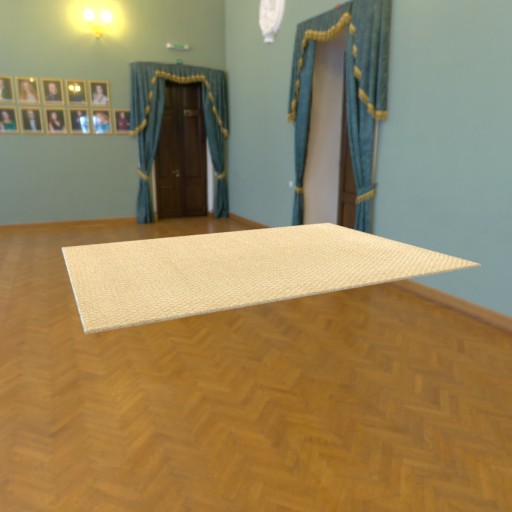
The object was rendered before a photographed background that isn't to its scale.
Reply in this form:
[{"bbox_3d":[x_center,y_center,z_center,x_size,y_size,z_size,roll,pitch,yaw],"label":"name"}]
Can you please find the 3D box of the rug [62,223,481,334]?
[{"bbox_3d":[0.000,0.000,2.752,2.144,0.013,1.509,-7,16,-25],"label":"rug"}]
